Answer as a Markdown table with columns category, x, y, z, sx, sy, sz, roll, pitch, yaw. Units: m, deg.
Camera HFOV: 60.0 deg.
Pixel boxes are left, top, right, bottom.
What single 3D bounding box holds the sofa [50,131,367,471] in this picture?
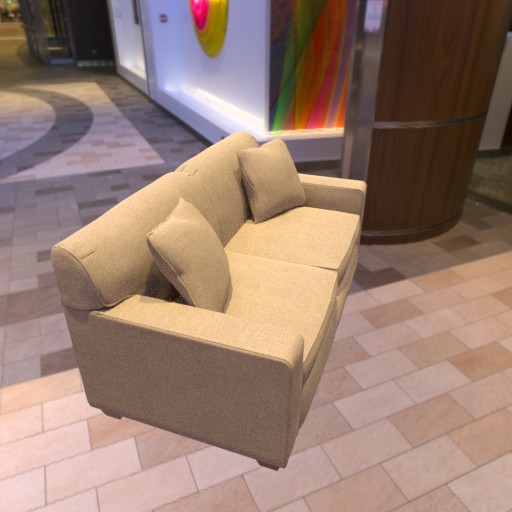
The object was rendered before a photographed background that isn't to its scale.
| category | x | y | z | sx | sy | sz | roll | pitch | yaw |
| --- | --- | --- | --- | --- | --- | --- | --- | --- | --- |
| sofa | 0.000 | 0.000 | 2.432 | 0.998 | 0.958 | 1.846 | 10 | 31 | 17 |
